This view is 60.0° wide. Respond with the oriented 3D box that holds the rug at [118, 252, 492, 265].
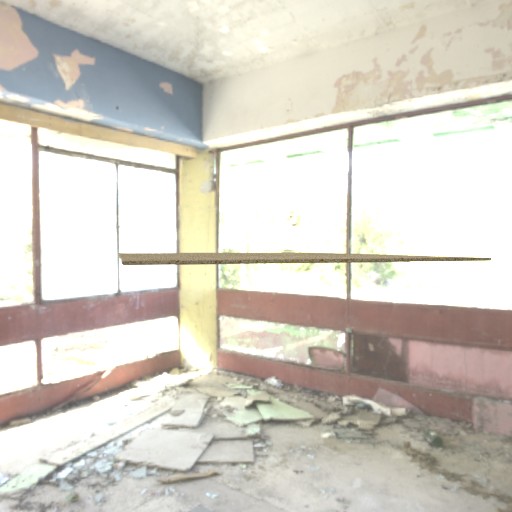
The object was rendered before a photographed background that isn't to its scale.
[{"bbox_3d":[0.000,0.000,4.067,2.400,0.025,3.000,0,1,-18],"label":"rug"}]
